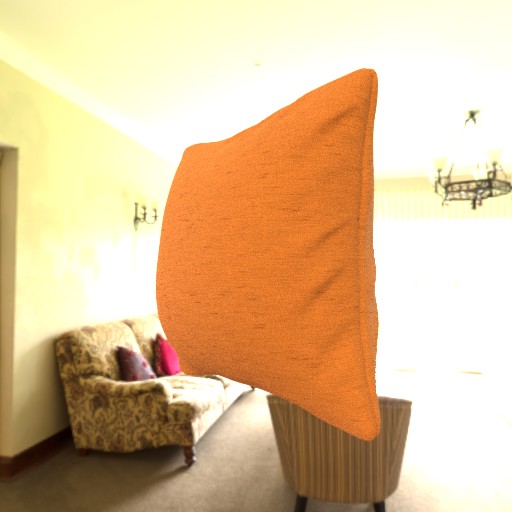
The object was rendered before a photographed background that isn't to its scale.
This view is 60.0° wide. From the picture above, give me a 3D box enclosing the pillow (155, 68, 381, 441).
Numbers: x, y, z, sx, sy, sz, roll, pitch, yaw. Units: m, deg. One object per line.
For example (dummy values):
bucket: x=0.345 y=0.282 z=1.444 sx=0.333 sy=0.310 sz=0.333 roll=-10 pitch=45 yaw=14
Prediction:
pillow: x=0.000 y=0.000 z=0.653 sx=0.246 sy=0.415 sz=0.432 roll=2 pitch=-3 yaw=-37
